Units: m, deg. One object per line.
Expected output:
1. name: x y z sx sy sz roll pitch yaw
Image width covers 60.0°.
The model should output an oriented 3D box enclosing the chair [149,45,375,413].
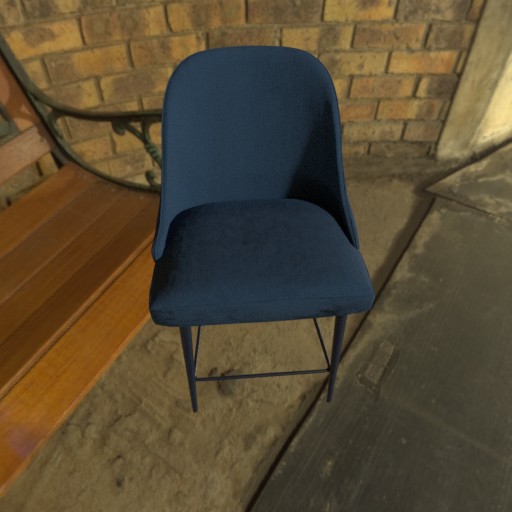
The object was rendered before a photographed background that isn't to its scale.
1. chair: 0.000 0.000 1.210 0.526 0.927 0.489 -3 46 -3
